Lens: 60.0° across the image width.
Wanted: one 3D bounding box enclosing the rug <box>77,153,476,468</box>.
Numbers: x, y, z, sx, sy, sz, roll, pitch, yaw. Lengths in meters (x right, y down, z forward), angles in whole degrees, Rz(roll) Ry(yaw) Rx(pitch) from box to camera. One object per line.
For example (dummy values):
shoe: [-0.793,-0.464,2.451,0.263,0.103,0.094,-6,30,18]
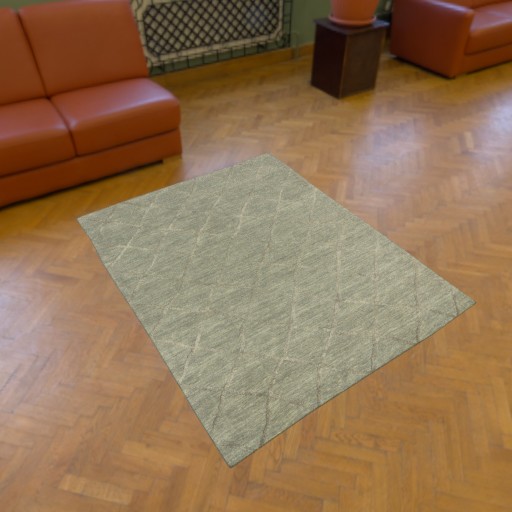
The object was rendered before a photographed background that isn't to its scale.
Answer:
rug: [0.000,0.000,4.130,2.438,0.013,3.048,-24,48,-24]
